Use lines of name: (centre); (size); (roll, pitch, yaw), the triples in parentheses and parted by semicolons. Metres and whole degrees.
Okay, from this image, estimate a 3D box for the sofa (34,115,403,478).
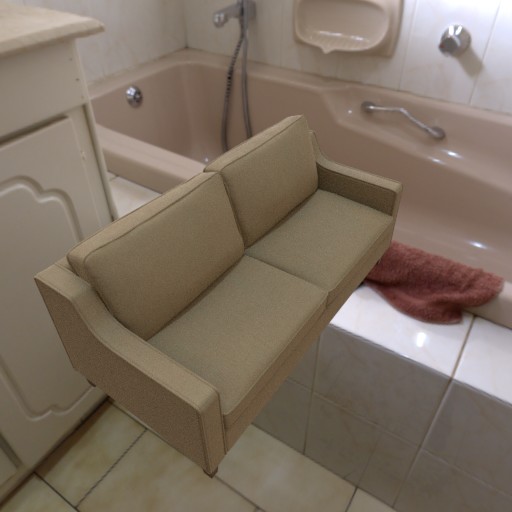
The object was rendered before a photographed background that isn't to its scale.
sofa: (0.000, 0.000, 2.772); (1.066, 1.071, 2.178); (25, 46, 27)
